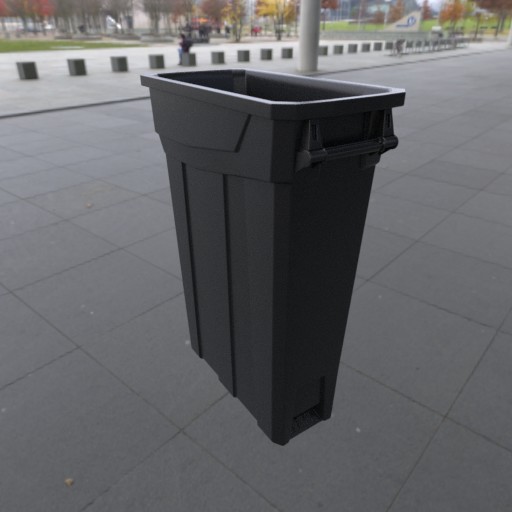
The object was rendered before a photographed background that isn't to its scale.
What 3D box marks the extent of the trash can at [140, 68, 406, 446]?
[{"bbox_3d":[0.000,0.000,1.031,0.281,0.762,0.559,-18,32,-30],"label":"trash can"}]
